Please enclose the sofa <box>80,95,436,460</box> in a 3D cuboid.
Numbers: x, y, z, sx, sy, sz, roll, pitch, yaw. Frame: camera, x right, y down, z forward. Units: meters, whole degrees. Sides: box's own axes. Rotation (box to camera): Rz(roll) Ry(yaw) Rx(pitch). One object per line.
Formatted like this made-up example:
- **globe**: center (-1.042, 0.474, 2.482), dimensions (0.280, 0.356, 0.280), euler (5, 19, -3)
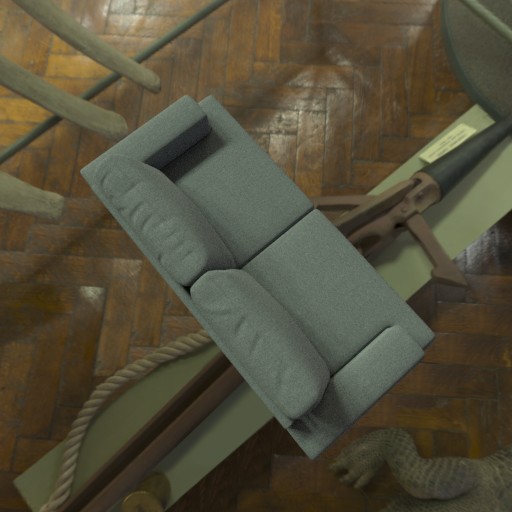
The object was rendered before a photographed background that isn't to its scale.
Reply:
- **sofa**: center (0.000, 0.000, 2.081), dimensions (0.785, 0.810, 1.650), euler (-39, 79, -9)
